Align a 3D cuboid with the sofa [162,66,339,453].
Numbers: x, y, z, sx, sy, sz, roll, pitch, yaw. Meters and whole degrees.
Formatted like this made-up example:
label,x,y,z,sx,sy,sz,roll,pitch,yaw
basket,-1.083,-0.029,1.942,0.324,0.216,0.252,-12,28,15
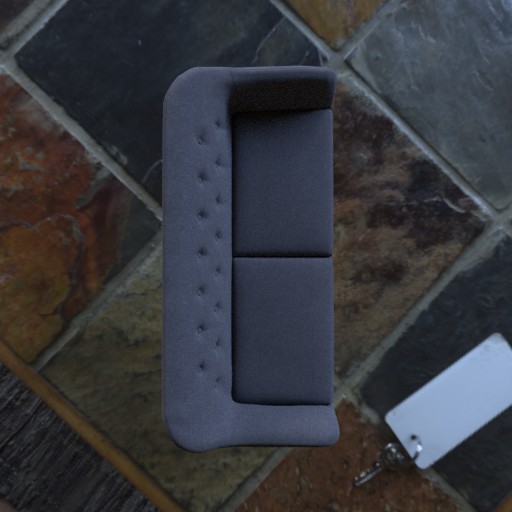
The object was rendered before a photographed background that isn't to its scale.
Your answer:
label,x,y,z,sx,sy,sz,roll,pitch,yaw
sofa,0.000,0.000,2.282,0.820,0.820,1.840,0,89,-1
